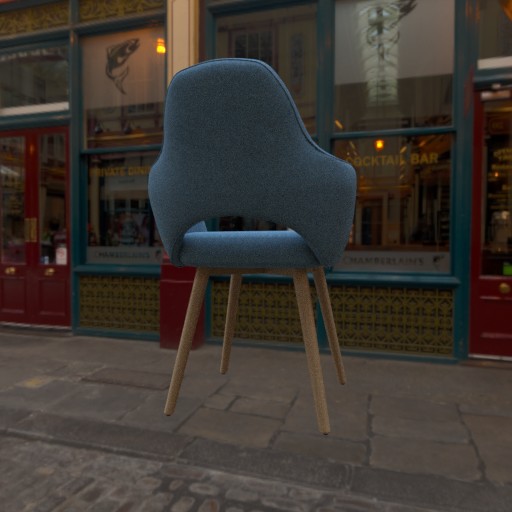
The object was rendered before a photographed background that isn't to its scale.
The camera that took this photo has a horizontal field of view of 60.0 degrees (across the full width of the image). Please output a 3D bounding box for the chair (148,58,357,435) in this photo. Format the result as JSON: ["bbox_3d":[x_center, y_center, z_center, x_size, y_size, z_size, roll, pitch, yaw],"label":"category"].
[{"bbox_3d":[0.000,0.000,1.329,0.589,0.920,0.666,0,1,17],"label":"chair"}]
